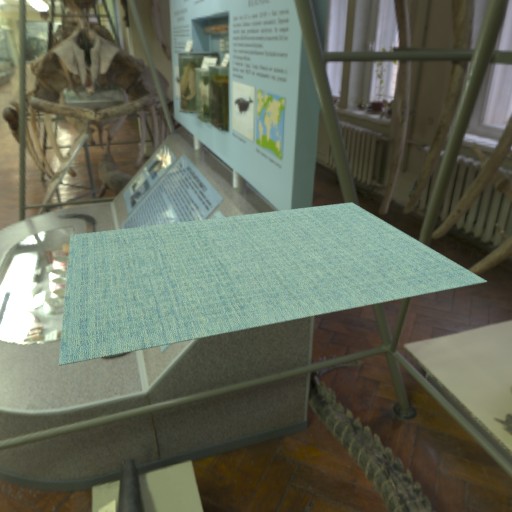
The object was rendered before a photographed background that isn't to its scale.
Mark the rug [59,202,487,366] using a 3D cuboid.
[{"bbox_3d":[0.000,0.000,2.862,2.286,0.006,1.522,-8,26,-17],"label":"rug"}]
